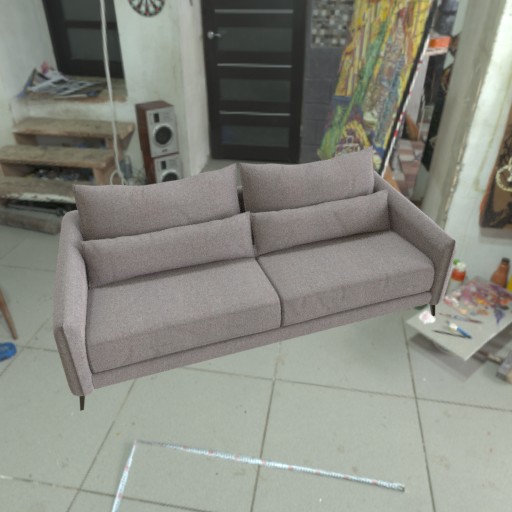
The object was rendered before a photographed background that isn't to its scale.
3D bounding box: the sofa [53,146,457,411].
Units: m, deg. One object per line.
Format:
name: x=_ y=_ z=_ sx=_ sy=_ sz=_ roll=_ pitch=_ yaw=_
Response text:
sofa: x=0.000 y=0.000 z=2.394 sx=2.022 sy=0.833 sz=0.809 roll=-11 pitch=34 yaw=-17
